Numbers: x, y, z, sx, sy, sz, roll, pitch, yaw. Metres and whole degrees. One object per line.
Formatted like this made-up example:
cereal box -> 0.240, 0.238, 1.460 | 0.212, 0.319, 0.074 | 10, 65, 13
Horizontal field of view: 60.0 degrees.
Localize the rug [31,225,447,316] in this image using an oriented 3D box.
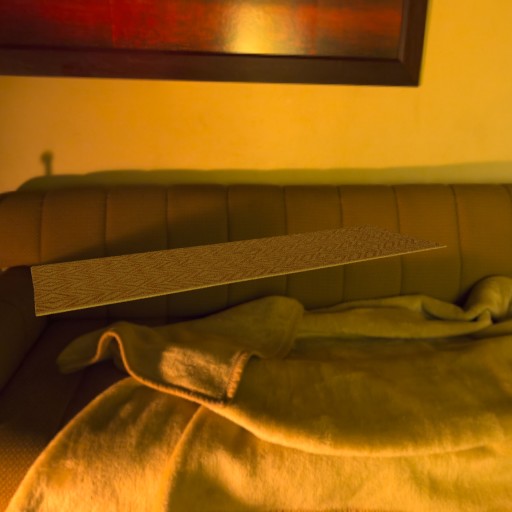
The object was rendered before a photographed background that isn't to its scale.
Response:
rug -> 0.000, 0.000, 2.687 | 2.435, 0.009, 0.750 | -8, 18, -26
